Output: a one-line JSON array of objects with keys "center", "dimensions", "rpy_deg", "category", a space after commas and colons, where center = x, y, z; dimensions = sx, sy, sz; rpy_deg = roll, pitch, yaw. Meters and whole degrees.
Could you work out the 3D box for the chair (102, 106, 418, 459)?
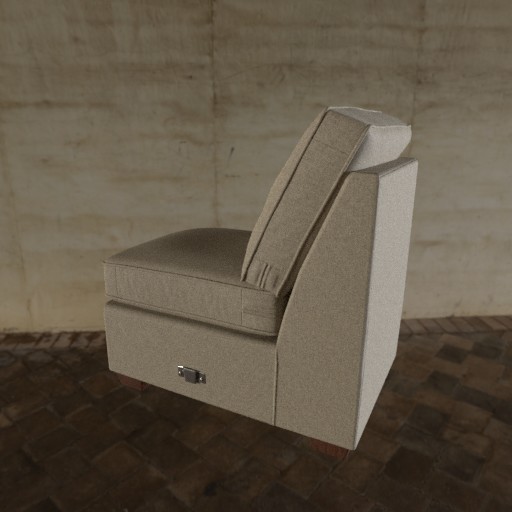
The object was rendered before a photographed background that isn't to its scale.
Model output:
[{"center": [0.000, 0.000, 1.687], "dimensions": [1.020, 1.058, 0.674], "rpy_deg": [8, 18, 26], "category": "chair"}]
